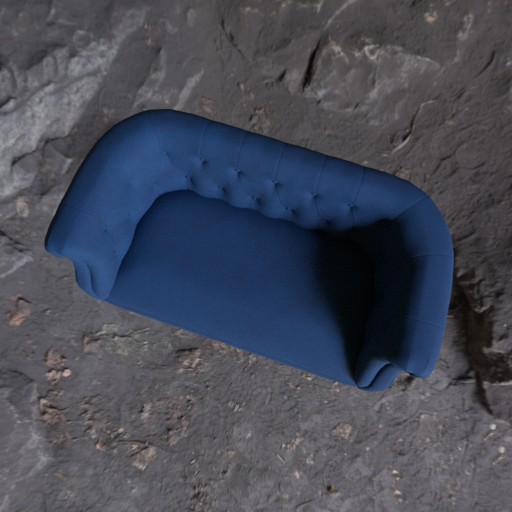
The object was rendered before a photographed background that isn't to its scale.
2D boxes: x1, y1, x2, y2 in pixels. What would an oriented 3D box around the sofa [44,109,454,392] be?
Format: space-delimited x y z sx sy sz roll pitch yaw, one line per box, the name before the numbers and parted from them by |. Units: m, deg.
sofa | 0.000 0.000 2.050 1.558 0.827 0.835 18 77 4
